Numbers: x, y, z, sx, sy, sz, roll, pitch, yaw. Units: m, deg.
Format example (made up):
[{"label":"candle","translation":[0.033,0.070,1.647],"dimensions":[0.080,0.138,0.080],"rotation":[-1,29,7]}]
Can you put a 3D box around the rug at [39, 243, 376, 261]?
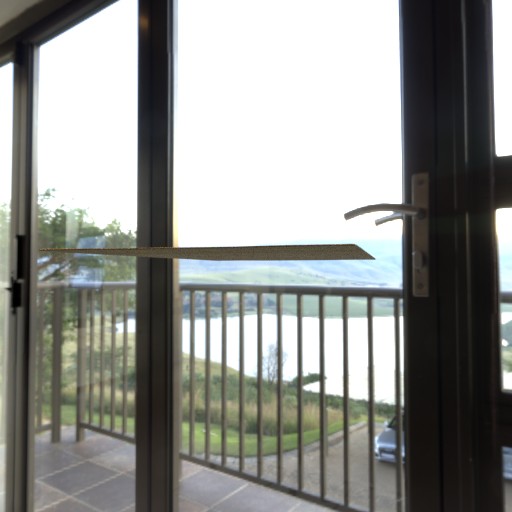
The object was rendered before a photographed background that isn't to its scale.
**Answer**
[{"label":"rug","translation":[0.000,0.000,2.288],"dimensions":[1.143,0.010,1.758],"rotation":[-1,-2,17]}]
